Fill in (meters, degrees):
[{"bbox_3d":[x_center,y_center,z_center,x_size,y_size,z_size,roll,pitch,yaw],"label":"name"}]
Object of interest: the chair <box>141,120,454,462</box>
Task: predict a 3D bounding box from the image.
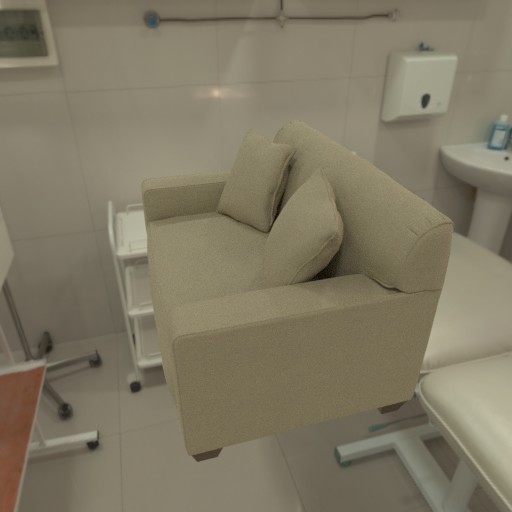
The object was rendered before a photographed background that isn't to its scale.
[{"bbox_3d":[0.000,0.000,2.085,1.000,0.948,1.383,-9,32,-14],"label":"chair"}]
